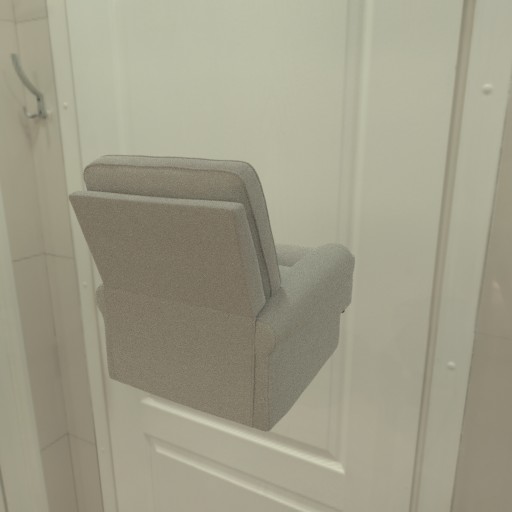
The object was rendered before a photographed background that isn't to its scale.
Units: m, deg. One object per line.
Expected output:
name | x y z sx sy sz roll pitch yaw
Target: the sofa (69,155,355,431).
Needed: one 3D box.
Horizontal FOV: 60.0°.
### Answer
sofa | 0.000 0.000 2.079 0.880 0.959 1.478 8 17 27
